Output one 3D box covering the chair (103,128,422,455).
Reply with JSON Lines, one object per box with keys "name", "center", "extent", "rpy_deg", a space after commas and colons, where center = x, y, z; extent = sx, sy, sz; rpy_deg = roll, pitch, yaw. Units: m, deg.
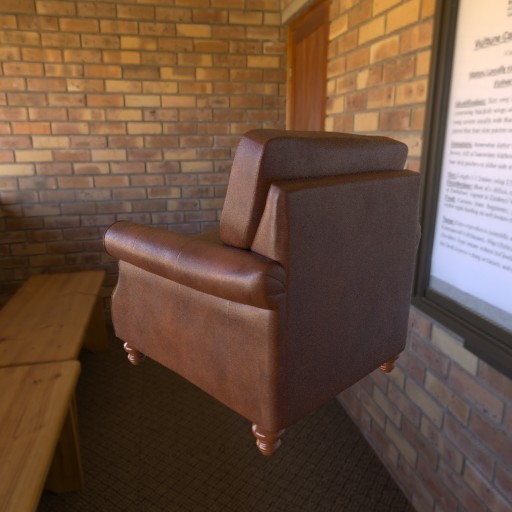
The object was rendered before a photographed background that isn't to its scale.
{"name": "chair", "center": [0.000, 0.000, 1.793], "extent": [0.989, 0.972, 0.992], "rpy_deg": [-14, 20, -43]}
